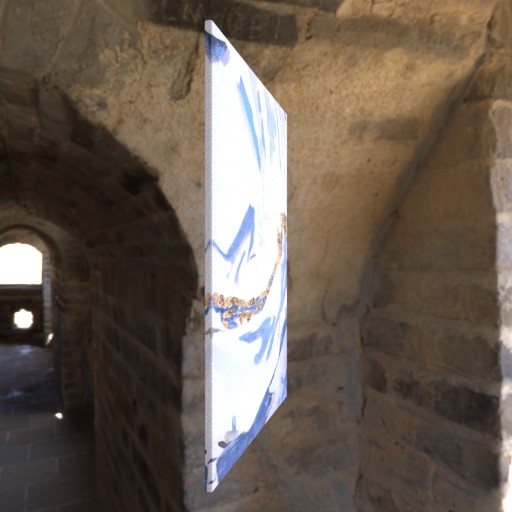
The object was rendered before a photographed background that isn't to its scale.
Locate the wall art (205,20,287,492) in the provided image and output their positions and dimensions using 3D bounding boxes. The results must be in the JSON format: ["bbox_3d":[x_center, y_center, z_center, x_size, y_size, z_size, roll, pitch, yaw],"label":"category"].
[{"bbox_3d":[0.000,0.000,1.145,0.016,0.914,0.610,0,0,18],"label":"wall art"}]
